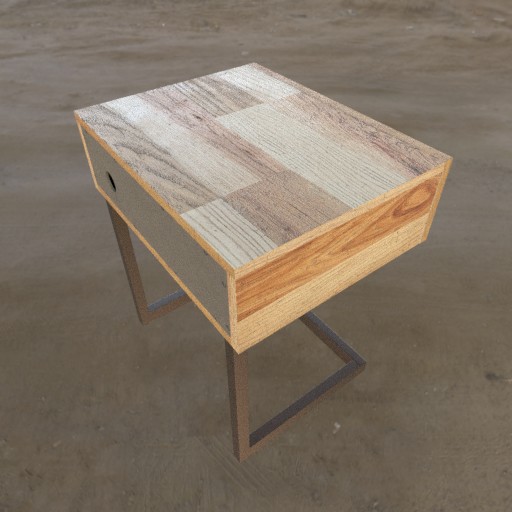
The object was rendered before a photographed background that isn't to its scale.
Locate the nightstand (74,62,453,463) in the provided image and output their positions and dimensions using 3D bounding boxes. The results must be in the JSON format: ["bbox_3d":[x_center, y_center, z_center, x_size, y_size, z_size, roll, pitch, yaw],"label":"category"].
[{"bbox_3d":[0.000,0.000,1.026,0.481,0.632,0.558,-27,49,-26],"label":"nightstand"}]
